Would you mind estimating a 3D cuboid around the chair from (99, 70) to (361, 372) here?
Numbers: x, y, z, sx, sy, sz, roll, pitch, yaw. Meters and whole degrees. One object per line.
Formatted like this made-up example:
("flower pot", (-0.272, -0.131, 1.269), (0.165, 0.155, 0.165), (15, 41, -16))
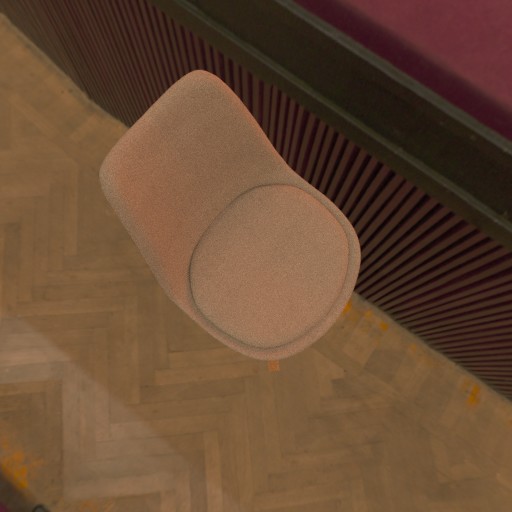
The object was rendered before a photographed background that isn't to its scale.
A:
("chair", (0.000, 0.000, 1.199), (0.549, 0.863, 0.474), (38, 79, 8))
